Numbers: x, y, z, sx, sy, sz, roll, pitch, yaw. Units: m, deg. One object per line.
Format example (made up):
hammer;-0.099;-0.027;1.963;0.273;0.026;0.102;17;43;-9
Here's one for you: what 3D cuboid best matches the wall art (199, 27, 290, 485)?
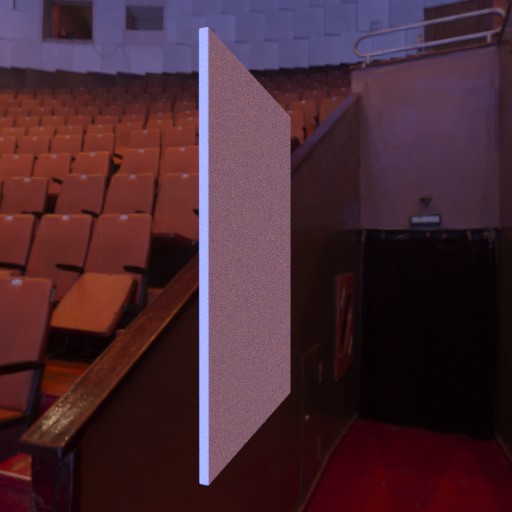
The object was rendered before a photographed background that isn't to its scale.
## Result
wall art;0.000;0.000;0.622;0.011;0.482;0.329;0;1;20
